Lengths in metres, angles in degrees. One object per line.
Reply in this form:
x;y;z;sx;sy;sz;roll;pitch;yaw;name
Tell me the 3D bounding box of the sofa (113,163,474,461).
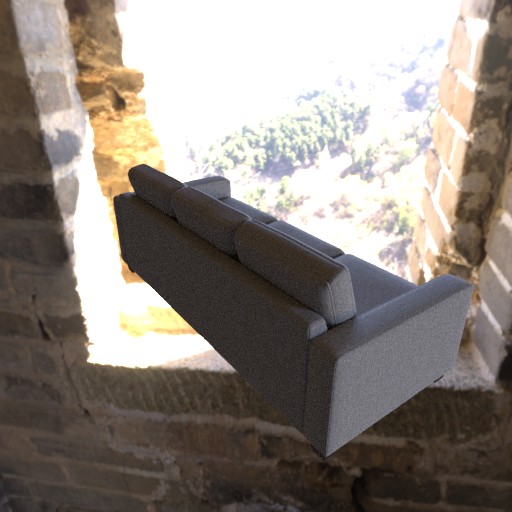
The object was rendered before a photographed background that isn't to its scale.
0.000;0.000;2.566;0.900;0.800;2.120;-18;32;-32;sofa
